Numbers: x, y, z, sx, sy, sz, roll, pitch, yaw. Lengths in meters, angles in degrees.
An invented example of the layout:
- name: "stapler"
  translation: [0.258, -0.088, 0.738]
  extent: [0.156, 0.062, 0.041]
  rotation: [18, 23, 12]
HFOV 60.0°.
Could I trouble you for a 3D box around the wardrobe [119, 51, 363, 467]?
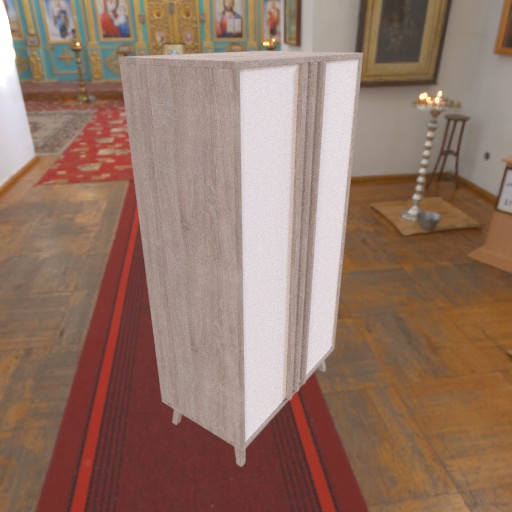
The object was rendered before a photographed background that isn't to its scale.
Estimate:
- name: "wardrobe"
  translation: [0.000, 0.000, 2.369]
  extent: [0.600, 1.960, 1.000]
  rotation: [18, 31, 32]
